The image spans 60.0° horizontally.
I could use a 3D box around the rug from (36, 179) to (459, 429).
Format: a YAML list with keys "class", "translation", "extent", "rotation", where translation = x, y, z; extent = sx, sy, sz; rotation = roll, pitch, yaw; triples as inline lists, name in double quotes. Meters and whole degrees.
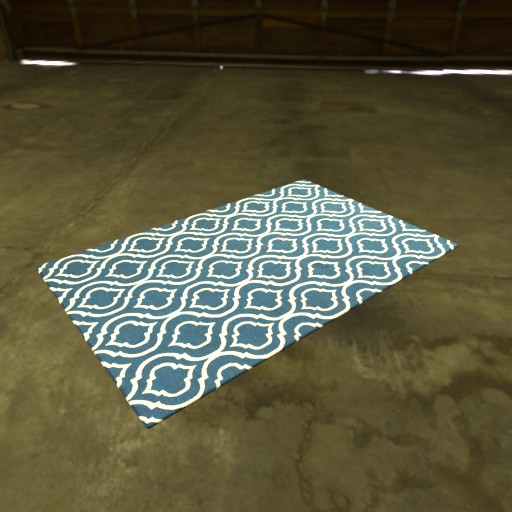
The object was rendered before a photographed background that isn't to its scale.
- class: "rug"
  translation: [0.000, 0.000, 2.177]
  extent: [1.753, 0.010, 1.143]
  rotation: [-23, 38, -32]
